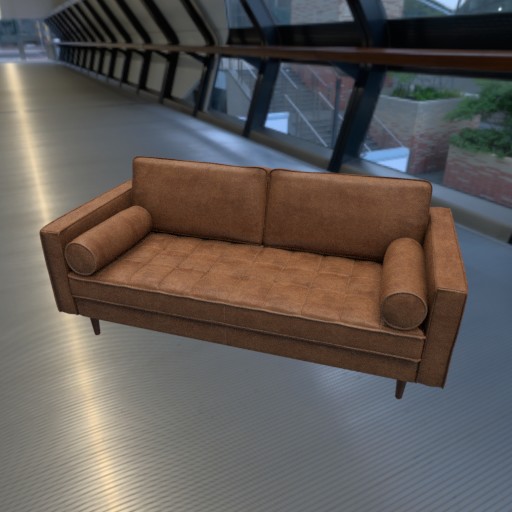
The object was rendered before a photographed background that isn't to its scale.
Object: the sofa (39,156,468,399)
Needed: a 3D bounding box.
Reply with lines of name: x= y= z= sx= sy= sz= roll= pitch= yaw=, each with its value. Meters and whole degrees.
sofa: x=0.000 y=0.000 z=2.319 sx=1.920 sy=0.825 sz=0.924 roll=8 pitch=28 yaw=15
